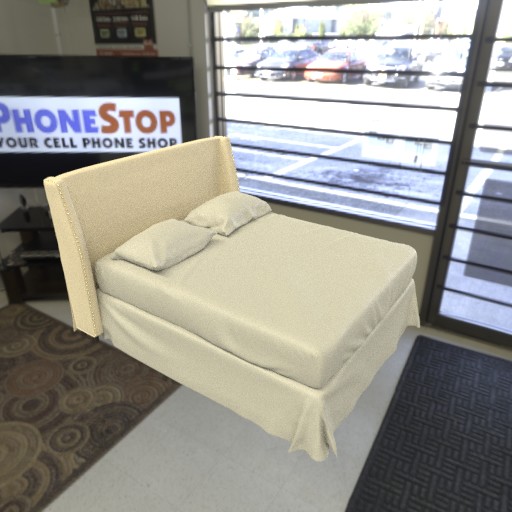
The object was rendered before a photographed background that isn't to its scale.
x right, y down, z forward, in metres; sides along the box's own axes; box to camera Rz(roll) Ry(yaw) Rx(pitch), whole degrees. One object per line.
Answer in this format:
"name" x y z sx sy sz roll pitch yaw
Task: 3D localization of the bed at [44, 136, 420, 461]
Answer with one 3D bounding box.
"bed" 0.000 0.000 3.432 2.276 1.332 1.925 17 31 31
